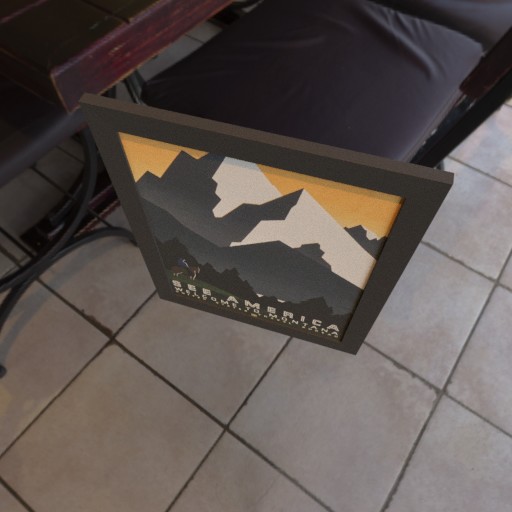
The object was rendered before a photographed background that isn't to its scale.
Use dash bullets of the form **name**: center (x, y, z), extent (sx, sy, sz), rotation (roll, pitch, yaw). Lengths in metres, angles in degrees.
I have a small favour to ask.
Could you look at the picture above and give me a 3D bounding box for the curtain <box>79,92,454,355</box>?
- **curtain**: center (0.000, 0.000, 0.803), extent (0.483, 0.585, 0.027), rotation (15, 59, 9)
